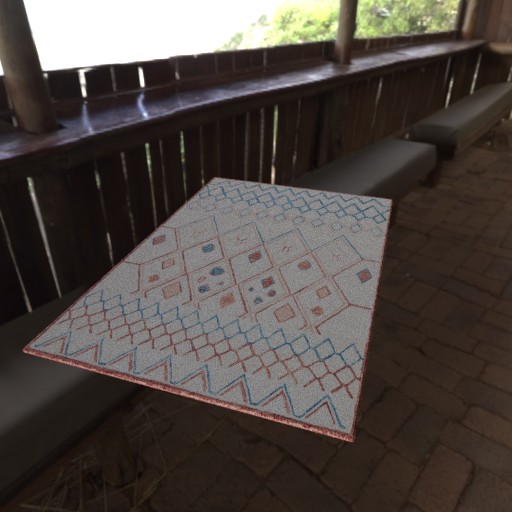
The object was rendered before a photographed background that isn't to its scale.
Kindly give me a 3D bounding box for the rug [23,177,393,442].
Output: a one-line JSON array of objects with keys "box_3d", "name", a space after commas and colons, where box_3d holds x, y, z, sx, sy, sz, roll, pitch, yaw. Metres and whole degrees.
[{"box_3d": [0.000, 0.000, 2.219, 1.219, 0.016, 1.829, 10, 33, 16], "name": "rug"}]
